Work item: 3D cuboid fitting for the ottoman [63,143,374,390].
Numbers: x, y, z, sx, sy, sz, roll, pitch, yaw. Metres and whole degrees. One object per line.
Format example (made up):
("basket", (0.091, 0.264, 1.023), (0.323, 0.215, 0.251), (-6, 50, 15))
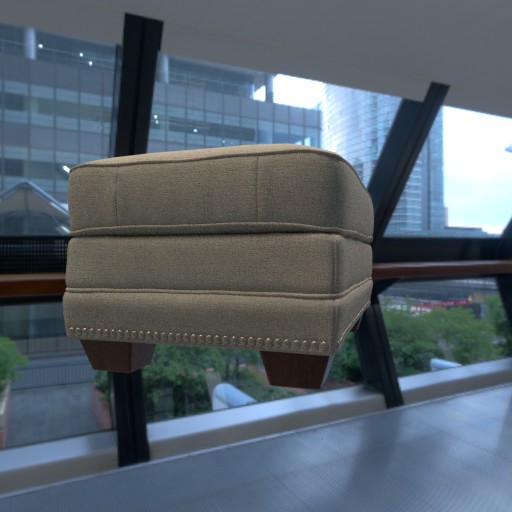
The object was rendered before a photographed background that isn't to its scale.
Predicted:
("ottoman", (0.000, 0.000, 1.146), (0.559, 0.458, 0.813), (0, -1, 18))
